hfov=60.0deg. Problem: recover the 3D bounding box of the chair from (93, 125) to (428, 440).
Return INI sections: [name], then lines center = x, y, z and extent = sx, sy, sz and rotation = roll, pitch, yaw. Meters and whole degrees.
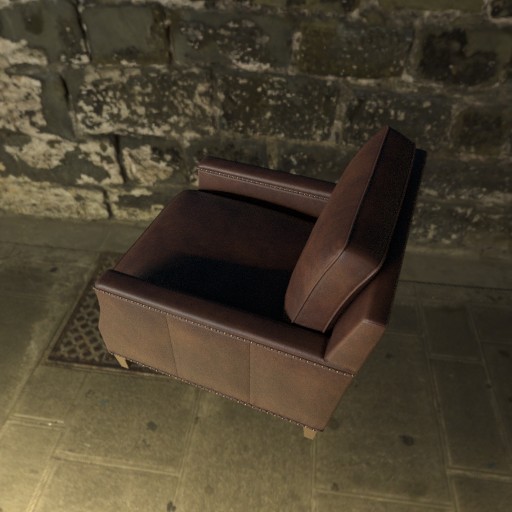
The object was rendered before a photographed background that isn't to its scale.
[chair]
center = 0.000, 0.000, 1.704
extent = 1.014, 0.929, 0.853
rotation = 16, 47, 15
